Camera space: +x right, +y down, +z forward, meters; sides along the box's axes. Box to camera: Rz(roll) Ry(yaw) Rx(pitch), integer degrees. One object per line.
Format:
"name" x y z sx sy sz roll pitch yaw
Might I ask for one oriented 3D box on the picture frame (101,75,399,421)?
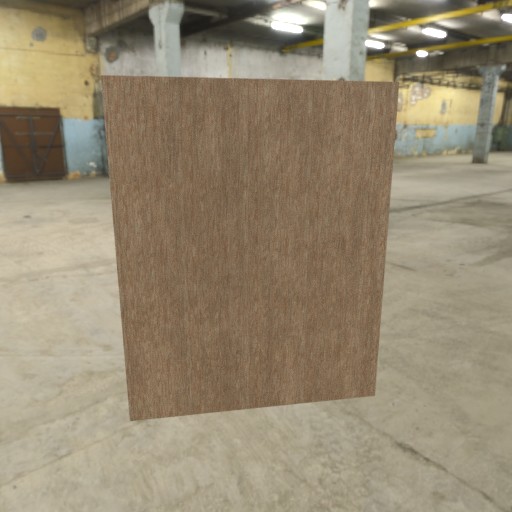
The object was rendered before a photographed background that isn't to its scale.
"picture frame" 0.000 0.000 0.710 0.424 0.526 0.043 -3 15 -10
